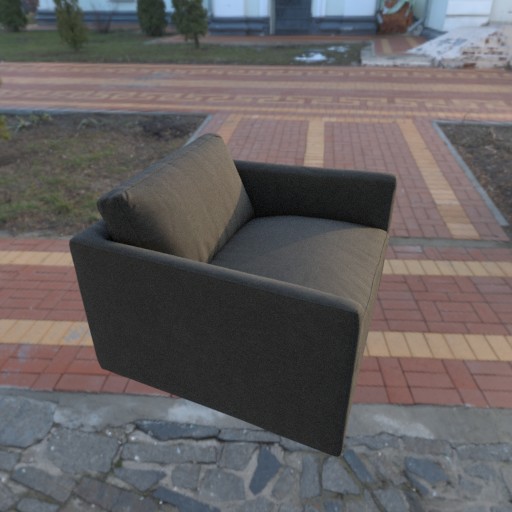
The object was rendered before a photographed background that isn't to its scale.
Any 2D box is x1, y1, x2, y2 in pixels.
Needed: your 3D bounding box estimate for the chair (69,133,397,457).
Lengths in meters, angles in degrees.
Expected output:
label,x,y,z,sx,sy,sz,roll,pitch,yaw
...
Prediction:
label,x,y,z,sx,sy,sz,roll,pitch,yaw
chair,0.000,0.000,1.965,1.091,0.845,1.190,11,32,17
